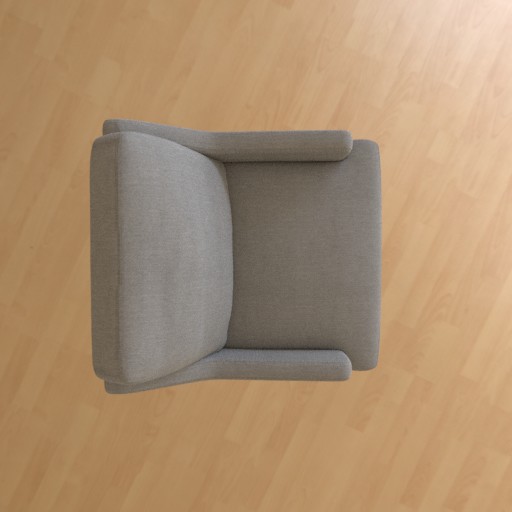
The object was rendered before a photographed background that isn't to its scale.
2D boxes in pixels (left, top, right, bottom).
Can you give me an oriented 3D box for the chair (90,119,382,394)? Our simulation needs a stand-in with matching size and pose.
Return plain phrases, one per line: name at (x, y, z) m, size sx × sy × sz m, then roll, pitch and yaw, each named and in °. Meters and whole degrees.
chair at (0.000, 0.000, 1.517) m, size 0.892 × 0.821 × 0.826 m, roll 0°, pitch 91°, yaw 0°
